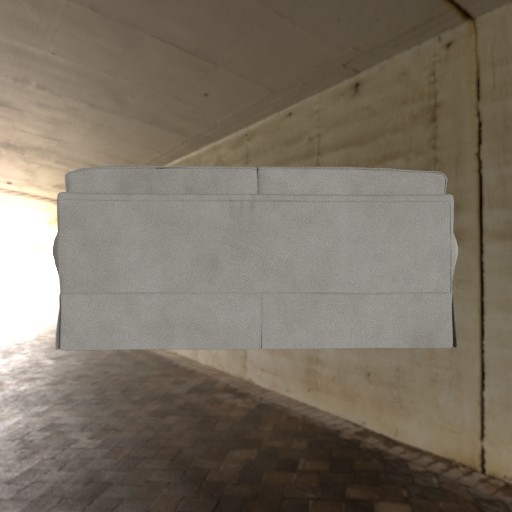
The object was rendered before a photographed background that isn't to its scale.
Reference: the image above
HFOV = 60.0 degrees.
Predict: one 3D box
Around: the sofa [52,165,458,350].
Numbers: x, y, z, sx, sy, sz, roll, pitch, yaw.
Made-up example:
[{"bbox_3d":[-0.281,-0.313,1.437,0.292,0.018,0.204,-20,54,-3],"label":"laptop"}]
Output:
[{"bbox_3d":[0.000,0.000,2.773,2.246,1.014,0.900,0,-1,-2],"label":"sofa"}]
